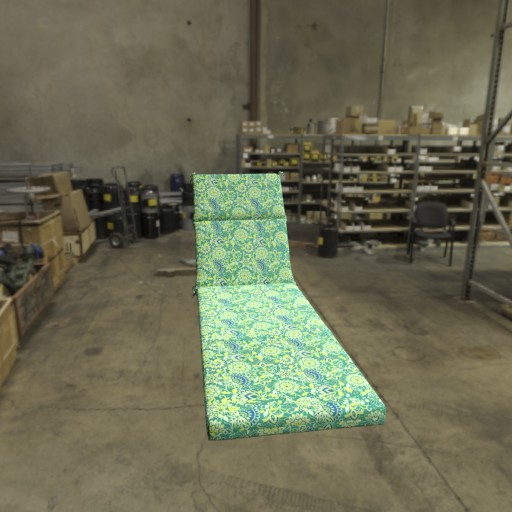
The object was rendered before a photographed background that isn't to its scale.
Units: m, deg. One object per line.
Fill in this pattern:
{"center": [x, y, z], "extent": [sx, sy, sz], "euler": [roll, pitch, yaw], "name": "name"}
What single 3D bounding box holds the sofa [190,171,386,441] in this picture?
{"center": [0.000, 0.000, 1.958], "extent": [0.582, 0.622, 1.663], "euler": [-2, 15, -8], "name": "sofa"}
